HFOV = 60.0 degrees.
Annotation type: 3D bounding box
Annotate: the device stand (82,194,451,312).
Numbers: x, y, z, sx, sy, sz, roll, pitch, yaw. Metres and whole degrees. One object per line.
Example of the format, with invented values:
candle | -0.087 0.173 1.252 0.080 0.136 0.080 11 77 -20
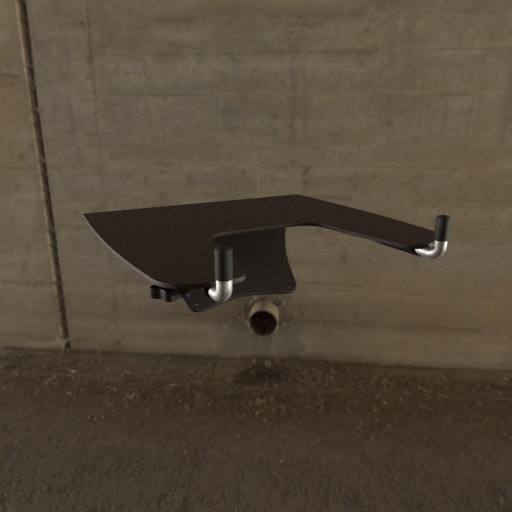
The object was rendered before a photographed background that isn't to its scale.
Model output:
device stand | 0.000 0.000 0.357 0.230 0.092 0.230 -9 19 -27
